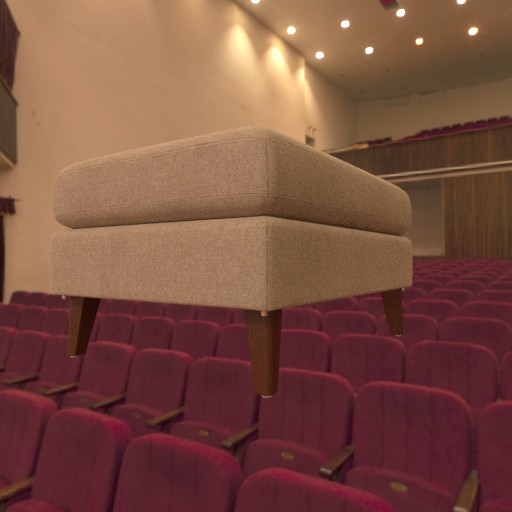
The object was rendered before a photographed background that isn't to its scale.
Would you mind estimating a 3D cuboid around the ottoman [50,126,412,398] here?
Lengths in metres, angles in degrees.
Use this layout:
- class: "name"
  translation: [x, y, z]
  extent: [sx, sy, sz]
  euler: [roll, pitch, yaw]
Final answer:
- class: "ottoman"
  translation: [0.000, 0.000, 1.185]
  extent: [0.610, 0.478, 0.823]
  euler: [0, -1, 34]
